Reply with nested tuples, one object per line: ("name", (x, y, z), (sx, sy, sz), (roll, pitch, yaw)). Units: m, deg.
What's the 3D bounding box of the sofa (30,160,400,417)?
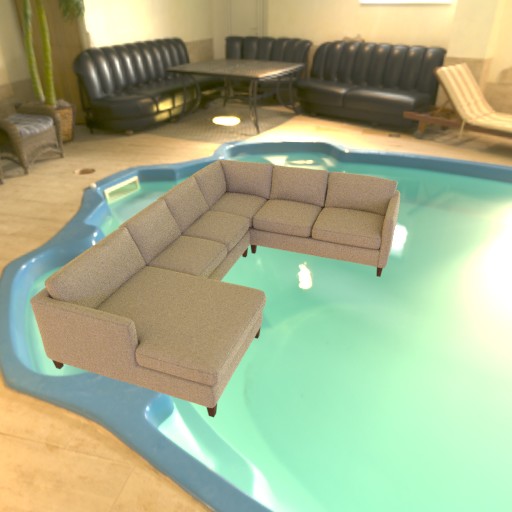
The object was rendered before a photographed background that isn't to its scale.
("sofa", (0.000, 0.000, 4.606), (2.593, 0.959, 3.460), (11, 32, 18))
